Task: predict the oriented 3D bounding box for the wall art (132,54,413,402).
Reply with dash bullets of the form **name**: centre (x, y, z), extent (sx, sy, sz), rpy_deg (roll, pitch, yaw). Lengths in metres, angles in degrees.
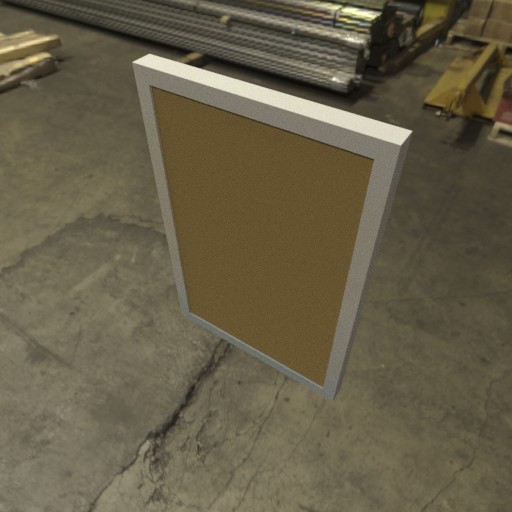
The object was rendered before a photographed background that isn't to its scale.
- **wall art**: centre (0.000, 0.000, 0.797), extent (0.408, 0.611, 0.038), rpy_deg (25, 51, 23)
